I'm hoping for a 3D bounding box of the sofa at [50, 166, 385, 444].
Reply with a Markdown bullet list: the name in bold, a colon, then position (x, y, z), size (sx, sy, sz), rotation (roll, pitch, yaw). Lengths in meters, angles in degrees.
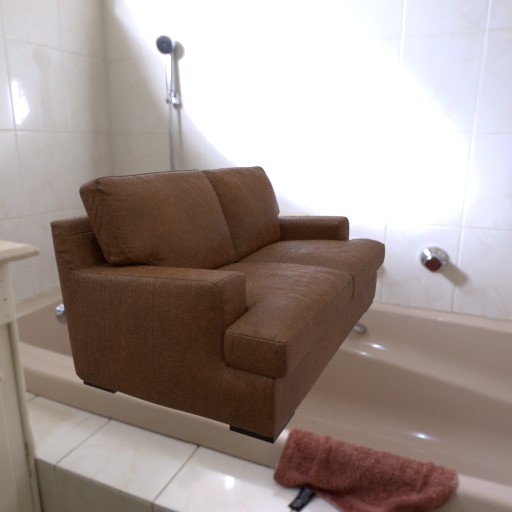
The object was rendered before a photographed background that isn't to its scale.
- **sofa**: position (0.000, 0.000, 2.534), size (1.144, 0.966, 1.880), rotation (7, 15, 25)
